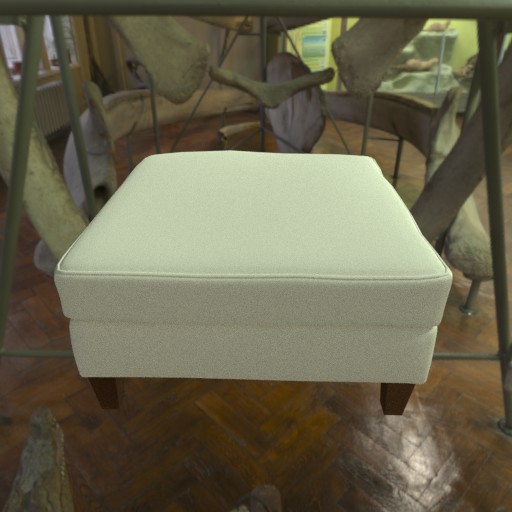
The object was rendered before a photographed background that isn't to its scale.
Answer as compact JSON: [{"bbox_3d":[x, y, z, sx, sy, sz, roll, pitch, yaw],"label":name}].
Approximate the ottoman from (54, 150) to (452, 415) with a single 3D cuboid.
[{"bbox_3d":[0.000,0.000,1.342,0.838,0.479,0.838,1,29,1],"label":"ottoman"}]
